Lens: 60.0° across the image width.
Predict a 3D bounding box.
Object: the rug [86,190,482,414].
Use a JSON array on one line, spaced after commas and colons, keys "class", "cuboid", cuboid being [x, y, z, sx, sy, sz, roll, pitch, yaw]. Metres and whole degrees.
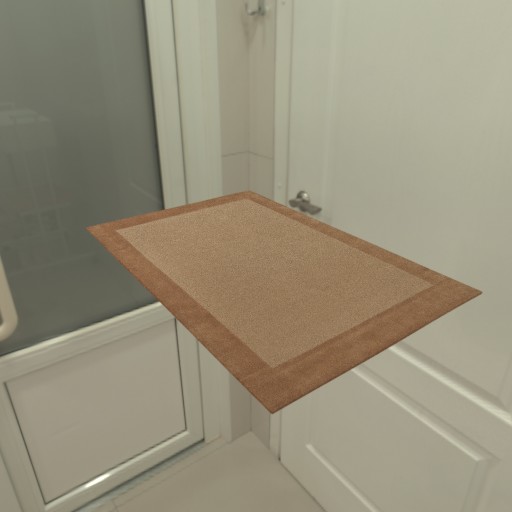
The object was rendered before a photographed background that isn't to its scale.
[{"class": "rug", "cuboid": [0.000, 0.000, 2.355, 1.219, 0.014, 1.829, -18, 32, -32]}]
